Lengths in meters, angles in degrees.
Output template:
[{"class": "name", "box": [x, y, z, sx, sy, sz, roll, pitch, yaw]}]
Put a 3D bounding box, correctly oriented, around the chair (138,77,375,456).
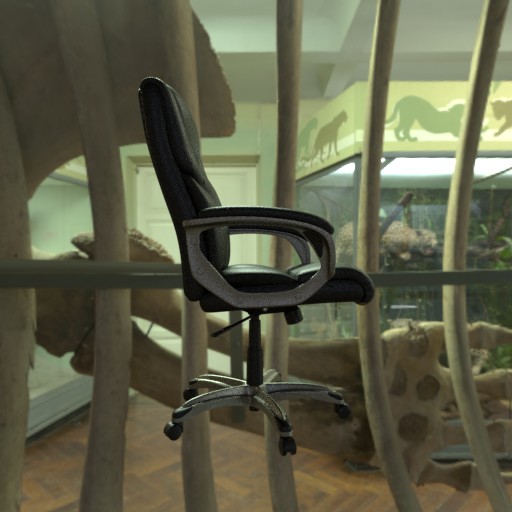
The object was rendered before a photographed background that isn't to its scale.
[{"class": "chair", "box": [0.000, 0.000, 1.587, 0.739, 1.155, 0.663, 0, 0, 0]}]
